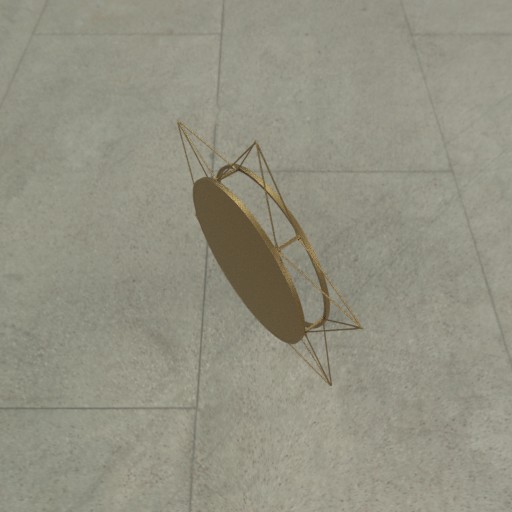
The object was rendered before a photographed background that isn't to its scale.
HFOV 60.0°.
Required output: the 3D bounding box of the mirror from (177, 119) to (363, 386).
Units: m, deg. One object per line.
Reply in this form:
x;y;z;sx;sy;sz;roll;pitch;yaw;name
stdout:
0.000;0.000;0.828;0.062;0.581;0.498;-31;64;-17;mirror
